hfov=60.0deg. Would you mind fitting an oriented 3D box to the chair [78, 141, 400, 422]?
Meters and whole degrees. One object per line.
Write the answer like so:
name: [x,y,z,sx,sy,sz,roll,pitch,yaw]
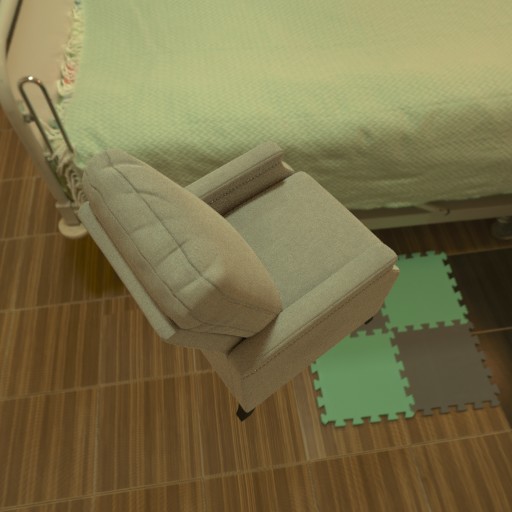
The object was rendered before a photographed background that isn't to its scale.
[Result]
chair: [0.000,0.000,1.618,0.922,1.049,0.710,-33,64,-19]
